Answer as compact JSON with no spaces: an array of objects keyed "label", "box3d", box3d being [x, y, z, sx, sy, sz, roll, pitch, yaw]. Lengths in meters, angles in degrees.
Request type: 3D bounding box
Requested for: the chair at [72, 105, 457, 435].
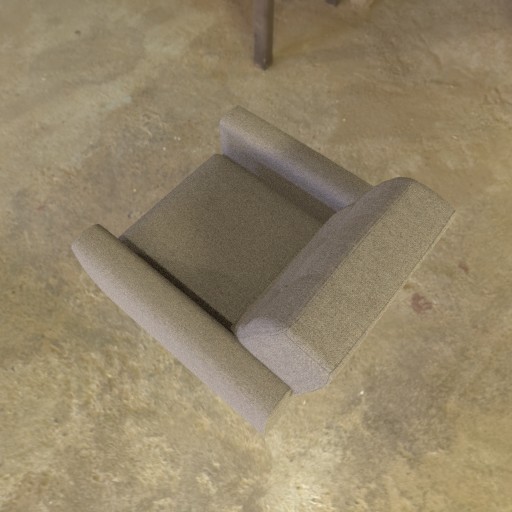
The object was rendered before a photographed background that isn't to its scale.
[{"label":"chair","box3d":[0.000,0.000,1.525,0.907,0.839,0.831,37,68,18]}]
